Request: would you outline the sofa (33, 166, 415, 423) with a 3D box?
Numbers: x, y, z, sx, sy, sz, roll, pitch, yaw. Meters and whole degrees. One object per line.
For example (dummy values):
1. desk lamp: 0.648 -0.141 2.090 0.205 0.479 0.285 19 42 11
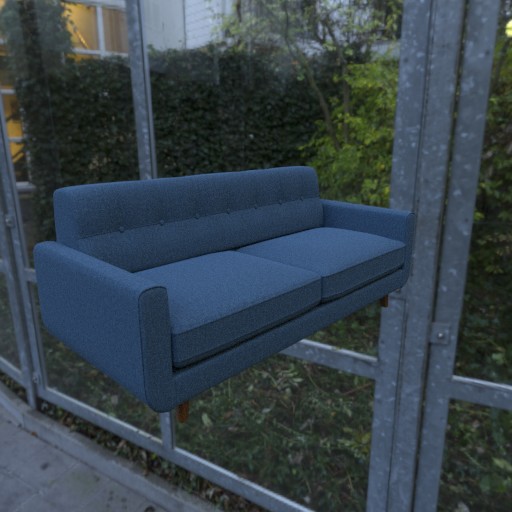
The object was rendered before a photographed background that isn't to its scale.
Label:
1. sofa: 0.000 0.000 2.503 0.942 0.884 2.055 15 21 42
